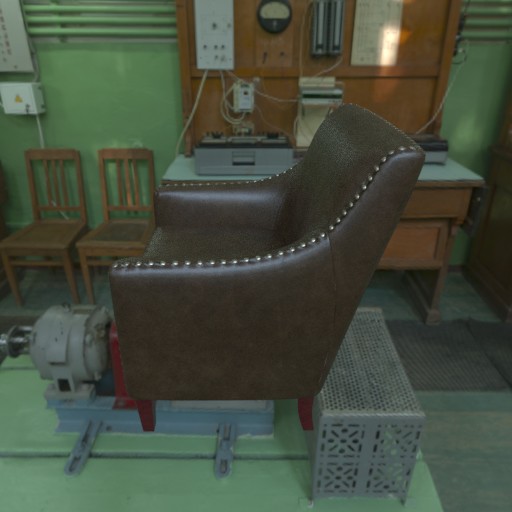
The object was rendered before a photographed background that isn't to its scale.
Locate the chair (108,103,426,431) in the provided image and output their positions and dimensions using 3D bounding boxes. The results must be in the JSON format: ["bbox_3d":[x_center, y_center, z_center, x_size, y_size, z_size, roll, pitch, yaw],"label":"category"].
[{"bbox_3d":[0.000,0.000,1.329,0.704,0.813,0.639,0,27,-1],"label":"chair"}]
